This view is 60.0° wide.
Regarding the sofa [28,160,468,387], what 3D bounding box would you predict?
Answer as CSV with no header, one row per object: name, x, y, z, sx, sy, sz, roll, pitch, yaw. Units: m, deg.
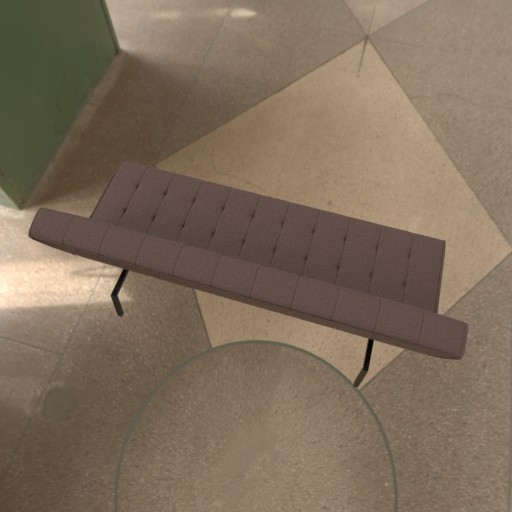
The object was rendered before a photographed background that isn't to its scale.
sofa,0.000,0.000,2.076,1.703,0.699,0.747,15,64,7
